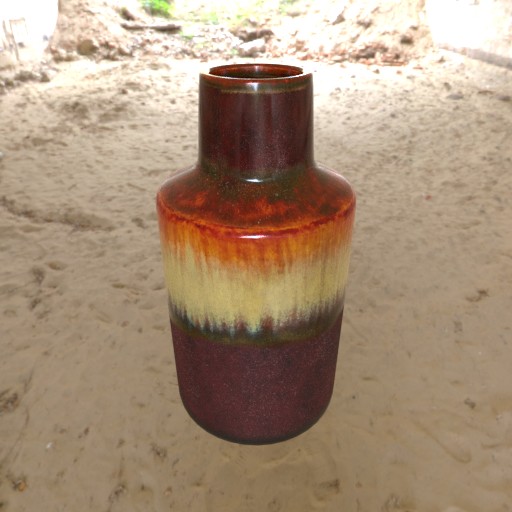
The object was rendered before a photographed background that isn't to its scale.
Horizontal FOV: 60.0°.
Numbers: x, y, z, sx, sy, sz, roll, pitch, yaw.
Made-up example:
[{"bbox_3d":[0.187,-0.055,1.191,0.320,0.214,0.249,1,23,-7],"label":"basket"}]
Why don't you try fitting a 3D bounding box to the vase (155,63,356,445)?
[{"bbox_3d":[0.000,0.000,0.261,0.108,0.204,0.108,0,31,0],"label":"vase"}]
